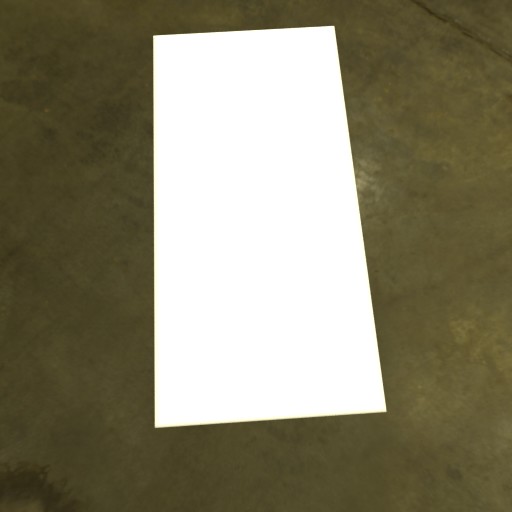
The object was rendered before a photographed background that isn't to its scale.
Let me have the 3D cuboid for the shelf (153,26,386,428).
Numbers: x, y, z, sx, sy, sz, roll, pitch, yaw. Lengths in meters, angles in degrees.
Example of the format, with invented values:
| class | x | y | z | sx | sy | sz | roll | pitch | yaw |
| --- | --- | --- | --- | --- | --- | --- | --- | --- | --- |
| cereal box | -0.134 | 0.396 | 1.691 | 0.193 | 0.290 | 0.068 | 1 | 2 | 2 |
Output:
| class | x | y | z | sx | sy | sz | roll | pitch | yaw |
| --- | --- | --- | --- | --- | --- | --- | --- | --- | --- |
| shelf | 0.000 | 0.000 | 1.229 | 0.390 | 0.786 | 0.790 | -4 | 75 | -1 |
